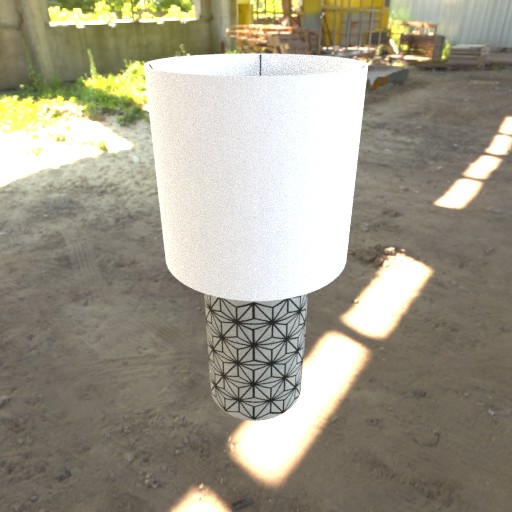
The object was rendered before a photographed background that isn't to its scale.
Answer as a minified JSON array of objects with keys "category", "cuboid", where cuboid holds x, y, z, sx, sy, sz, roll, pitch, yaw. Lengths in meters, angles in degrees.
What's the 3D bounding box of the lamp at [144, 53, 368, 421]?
[{"category":"lamp","cuboid":[0.000,0.000,0.517,0.206,0.416,0.206,1,29,2]}]
